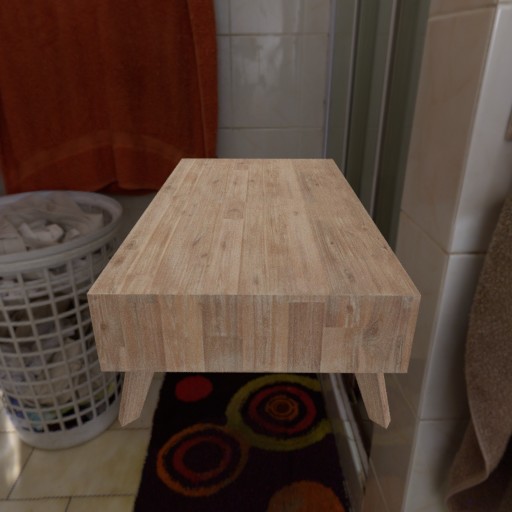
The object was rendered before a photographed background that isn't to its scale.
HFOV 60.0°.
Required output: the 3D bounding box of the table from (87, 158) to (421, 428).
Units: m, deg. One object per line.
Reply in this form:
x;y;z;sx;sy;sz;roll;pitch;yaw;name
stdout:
0.000;0.000;2.044;0.918;0.531;1.619;0;25;0;table
